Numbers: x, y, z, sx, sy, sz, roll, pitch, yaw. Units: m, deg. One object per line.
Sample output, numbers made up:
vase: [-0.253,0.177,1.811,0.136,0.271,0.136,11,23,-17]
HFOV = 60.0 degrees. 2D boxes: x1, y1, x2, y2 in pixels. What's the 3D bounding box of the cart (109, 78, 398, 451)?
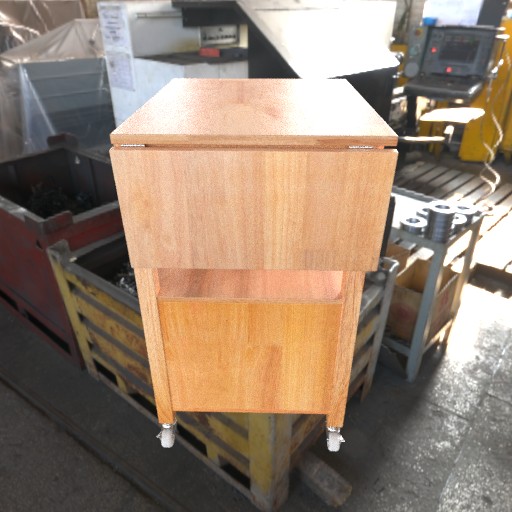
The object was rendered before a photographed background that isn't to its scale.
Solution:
cart: [0.000,0.000,1.237,0.508,0.838,0.640,1,30,1]
